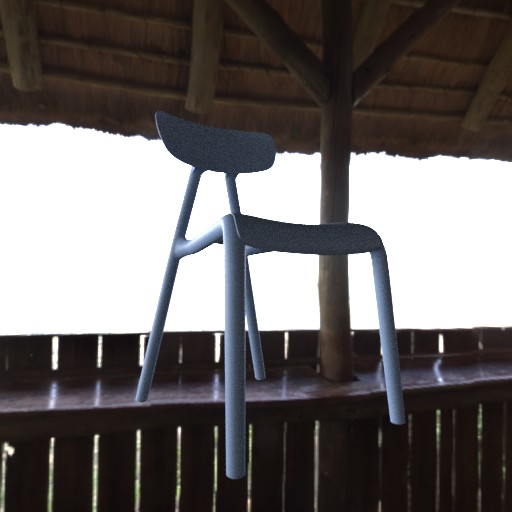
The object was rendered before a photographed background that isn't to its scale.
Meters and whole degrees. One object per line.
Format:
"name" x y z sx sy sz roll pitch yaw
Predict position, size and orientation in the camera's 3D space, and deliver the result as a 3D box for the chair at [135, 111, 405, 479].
"chair" 0.000 0.000 0.827 0.356 0.580 0.401 1 -2 -35
